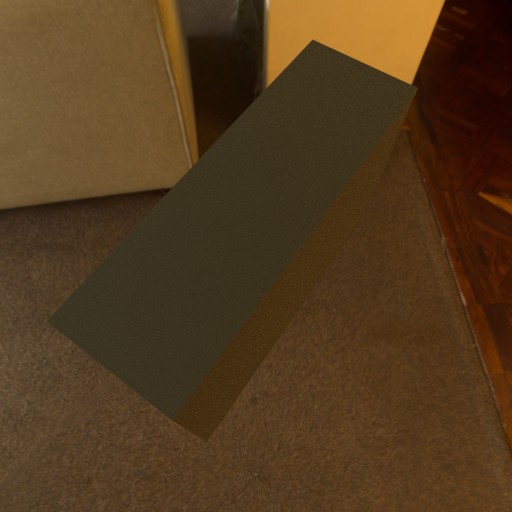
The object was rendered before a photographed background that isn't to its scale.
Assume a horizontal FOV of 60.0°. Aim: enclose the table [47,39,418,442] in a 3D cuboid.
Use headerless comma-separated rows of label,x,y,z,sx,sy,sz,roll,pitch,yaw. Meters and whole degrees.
table,0.000,0.000,1.605,0.400,0.855,1.200,32,68,15
